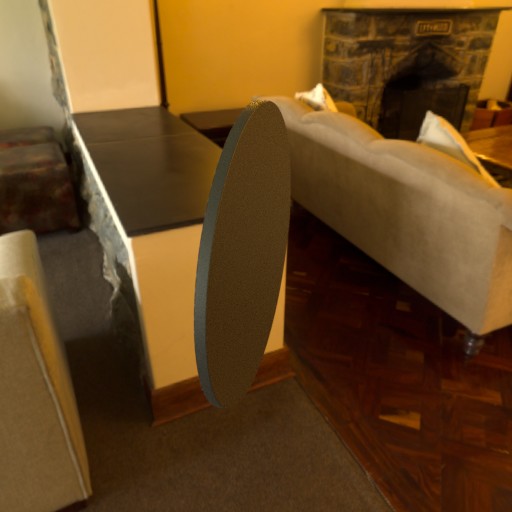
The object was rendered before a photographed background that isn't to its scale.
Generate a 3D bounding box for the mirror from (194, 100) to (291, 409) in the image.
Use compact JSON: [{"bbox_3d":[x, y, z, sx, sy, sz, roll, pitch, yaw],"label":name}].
[{"bbox_3d":[0.000,0.000,1.623,0.036,1.077,1.077,8,31,13],"label":"mirror"}]
